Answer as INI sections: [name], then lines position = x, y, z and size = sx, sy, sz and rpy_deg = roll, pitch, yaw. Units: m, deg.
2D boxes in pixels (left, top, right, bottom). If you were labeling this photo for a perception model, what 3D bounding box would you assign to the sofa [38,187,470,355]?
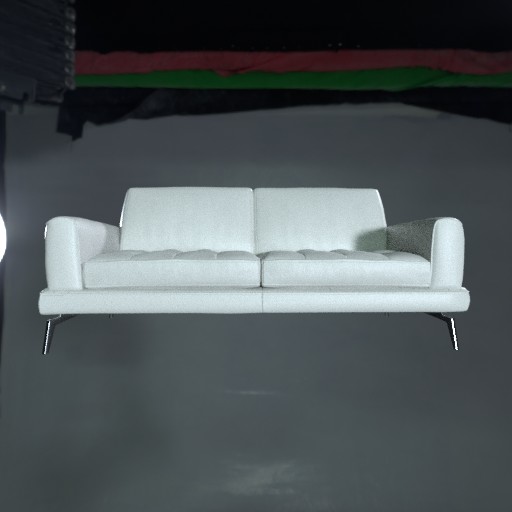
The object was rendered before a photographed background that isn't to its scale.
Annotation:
[sofa]
position = 0.000, 0.000, 2.712
size = 2.177, 0.930, 1.121
rpy_deg = 0, 1, -2
